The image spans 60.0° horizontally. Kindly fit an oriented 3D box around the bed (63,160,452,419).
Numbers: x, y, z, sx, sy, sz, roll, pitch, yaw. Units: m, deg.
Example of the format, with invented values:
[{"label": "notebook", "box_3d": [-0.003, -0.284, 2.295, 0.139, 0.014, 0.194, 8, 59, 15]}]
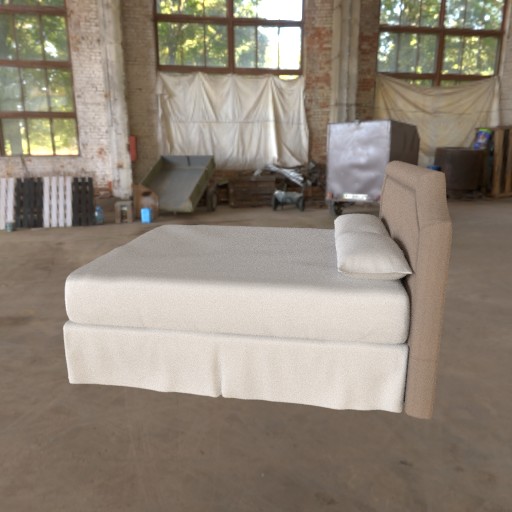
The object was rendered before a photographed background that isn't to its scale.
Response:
[{"label": "bed", "box_3d": [0.000, 0.000, 3.186, 2.164, 1.303, 1.828, 2, 15, 9]}]
